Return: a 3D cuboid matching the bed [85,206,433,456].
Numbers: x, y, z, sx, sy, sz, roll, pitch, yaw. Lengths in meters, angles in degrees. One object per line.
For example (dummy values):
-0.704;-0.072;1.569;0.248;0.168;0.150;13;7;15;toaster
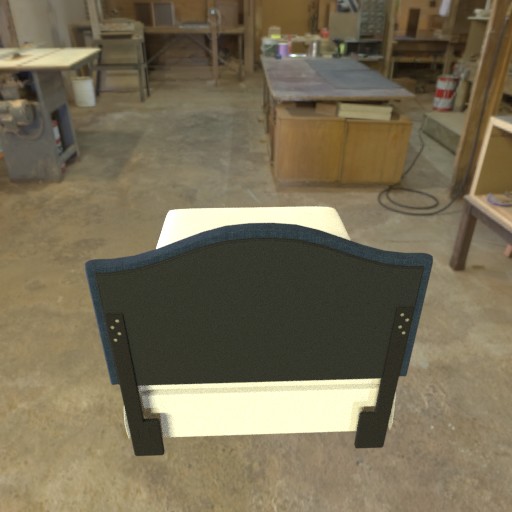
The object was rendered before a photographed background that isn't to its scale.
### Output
0.000;0.000;3.253;1.713;1.518;2.153;-1;30;-2;bed
